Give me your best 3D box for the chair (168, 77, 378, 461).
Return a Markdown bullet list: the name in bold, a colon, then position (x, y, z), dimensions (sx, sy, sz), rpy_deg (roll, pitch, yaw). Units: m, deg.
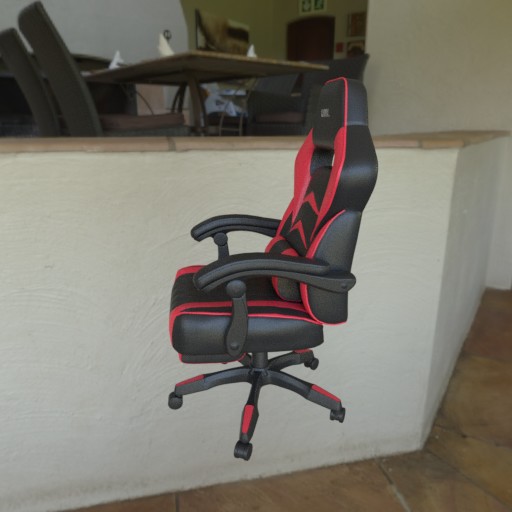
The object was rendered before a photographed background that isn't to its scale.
- **chair**: position (0.000, 0.000, 1.629), dimensions (0.700, 1.220, 0.700), rpy_deg (-3, 17, -8)
